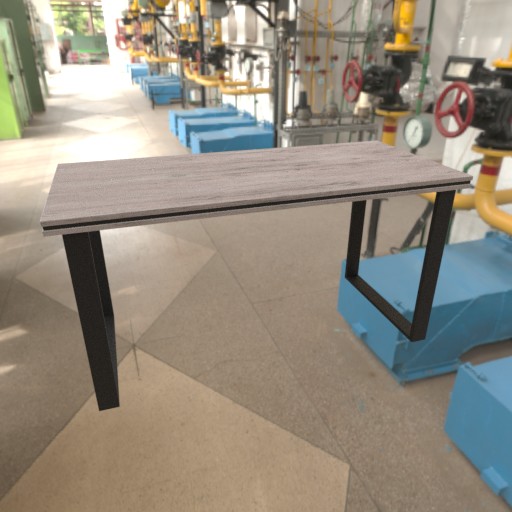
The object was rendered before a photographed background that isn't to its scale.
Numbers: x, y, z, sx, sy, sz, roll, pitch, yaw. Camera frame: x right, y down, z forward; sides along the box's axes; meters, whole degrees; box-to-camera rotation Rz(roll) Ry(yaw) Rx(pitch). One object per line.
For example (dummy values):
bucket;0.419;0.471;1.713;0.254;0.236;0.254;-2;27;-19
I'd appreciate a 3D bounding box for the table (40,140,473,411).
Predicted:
table;0.000;0.000;2.266;1.778;0.899;0.795;-8;27;-16
